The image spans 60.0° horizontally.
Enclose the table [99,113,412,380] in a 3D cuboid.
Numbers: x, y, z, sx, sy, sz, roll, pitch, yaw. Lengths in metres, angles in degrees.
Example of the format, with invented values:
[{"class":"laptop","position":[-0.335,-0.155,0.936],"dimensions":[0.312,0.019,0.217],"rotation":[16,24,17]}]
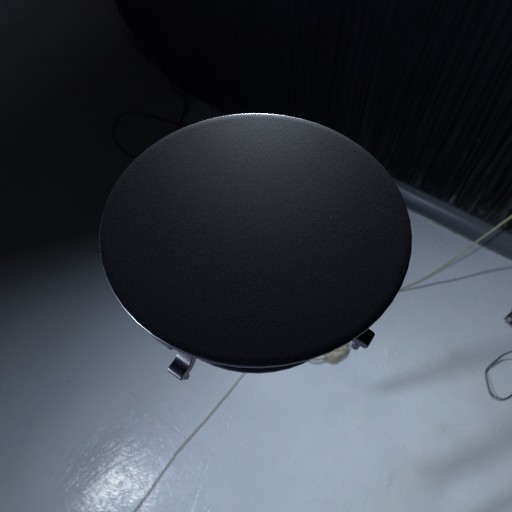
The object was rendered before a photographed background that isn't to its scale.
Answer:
[{"class":"table","position":[0.000,0.000,1.680],"dimensions":[1.029,0.491,1.029],"rotation":[0,57,0]}]
